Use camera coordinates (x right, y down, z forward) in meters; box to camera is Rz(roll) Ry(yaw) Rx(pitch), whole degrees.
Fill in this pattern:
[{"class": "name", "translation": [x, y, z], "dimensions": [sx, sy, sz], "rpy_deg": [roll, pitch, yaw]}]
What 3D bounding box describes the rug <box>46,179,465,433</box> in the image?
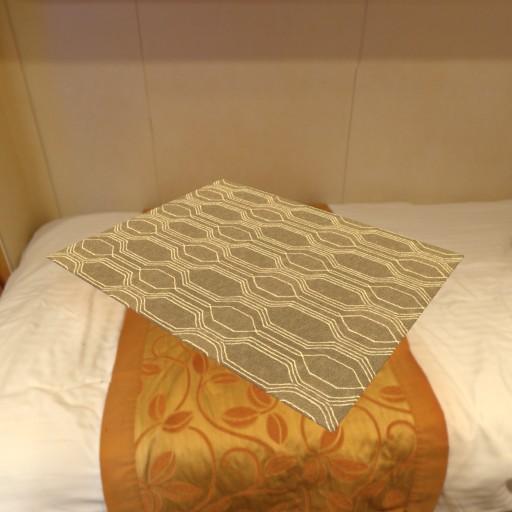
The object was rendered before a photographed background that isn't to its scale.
[{"class": "rug", "translation": [0.000, 0.000, 4.154], "dimensions": [3.062, 0.012, 2.457], "rpy_deg": [23, 38, 32]}]
